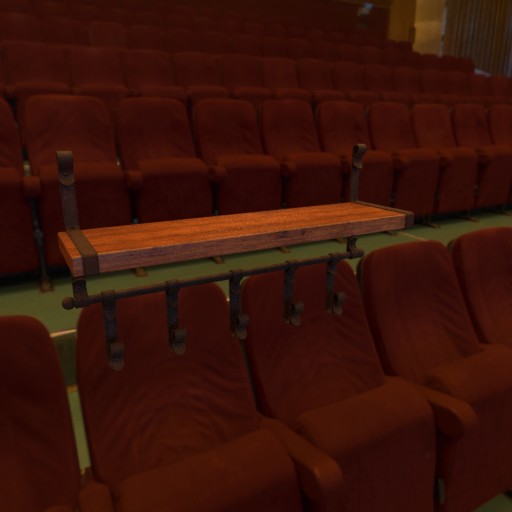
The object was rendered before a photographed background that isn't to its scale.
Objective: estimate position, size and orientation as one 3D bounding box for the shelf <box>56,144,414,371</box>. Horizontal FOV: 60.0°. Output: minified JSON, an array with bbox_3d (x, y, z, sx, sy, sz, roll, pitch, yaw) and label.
[{"bbox_3d":[0.000,0.000,0.700,0.567,0.330,0.146,-9,18,-28],"label":"shelf"}]
